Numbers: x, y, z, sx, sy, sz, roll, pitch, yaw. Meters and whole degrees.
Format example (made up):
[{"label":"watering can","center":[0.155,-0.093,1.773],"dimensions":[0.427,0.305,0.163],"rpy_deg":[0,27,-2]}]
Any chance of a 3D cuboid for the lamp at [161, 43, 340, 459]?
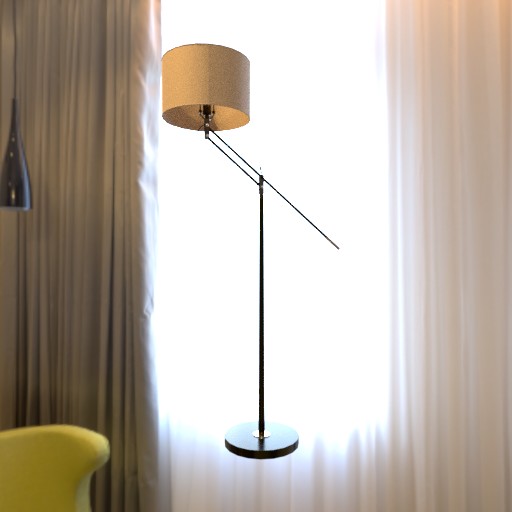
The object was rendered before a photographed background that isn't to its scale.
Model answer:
[{"label":"lamp","center":[0.000,0.000,1.935],"dimensions":[0.809,1.635,0.373],"rpy_deg":[0,0,-16]}]
